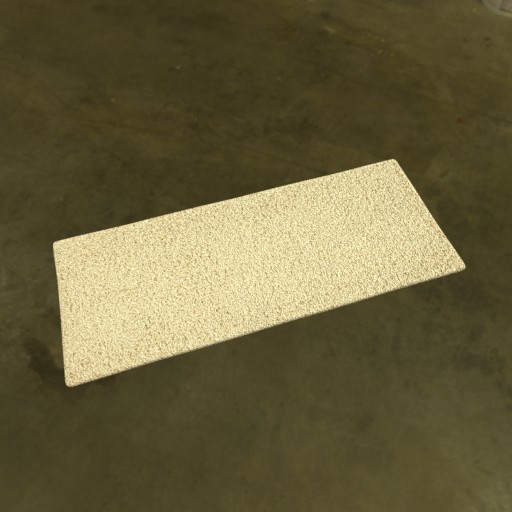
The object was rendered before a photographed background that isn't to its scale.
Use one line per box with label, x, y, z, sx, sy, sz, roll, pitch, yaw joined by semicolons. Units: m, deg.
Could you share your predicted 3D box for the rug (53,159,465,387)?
rug;0.000;0.000;1.757;1.524;0.030;0.609;-15;59;-9
